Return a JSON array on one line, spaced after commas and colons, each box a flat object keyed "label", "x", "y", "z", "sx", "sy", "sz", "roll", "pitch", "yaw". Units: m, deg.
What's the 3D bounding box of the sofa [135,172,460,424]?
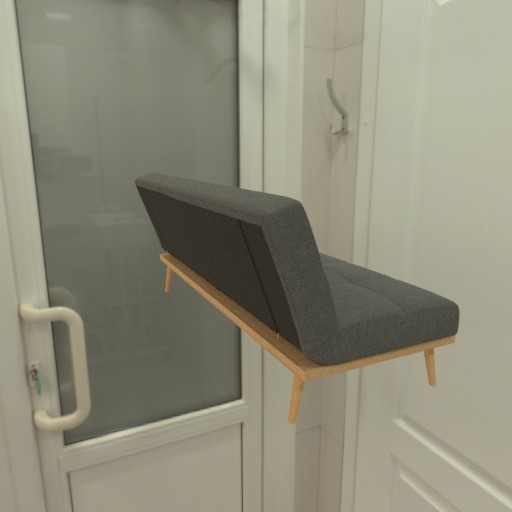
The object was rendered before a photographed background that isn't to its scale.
[{"label": "sofa", "x": 0.000, "y": 0.000, "z": 2.223, "sx": 0.820, "sy": 0.770, "sz": 1.820, "roll": -6, "pitch": 15, "yaw": -25}]
